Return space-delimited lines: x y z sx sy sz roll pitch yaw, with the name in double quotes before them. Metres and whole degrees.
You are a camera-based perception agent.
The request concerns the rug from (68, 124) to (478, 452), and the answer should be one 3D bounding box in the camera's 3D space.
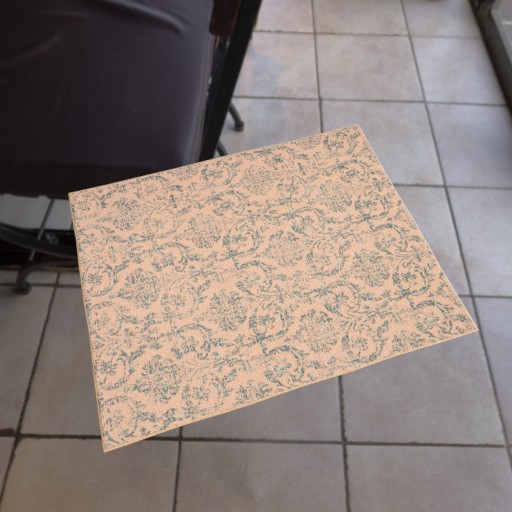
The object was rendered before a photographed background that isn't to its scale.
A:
"rug" 0.000 0.000 3.864 2.980 0.012 2.363 -15 62 -8
